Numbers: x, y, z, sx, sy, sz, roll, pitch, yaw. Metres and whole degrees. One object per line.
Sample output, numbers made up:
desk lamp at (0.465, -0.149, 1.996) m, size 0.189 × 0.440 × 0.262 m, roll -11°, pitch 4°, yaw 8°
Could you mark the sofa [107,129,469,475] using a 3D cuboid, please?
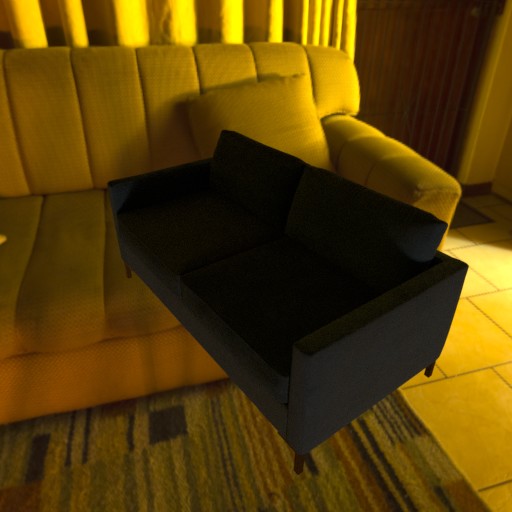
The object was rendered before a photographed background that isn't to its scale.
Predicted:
sofa at (0.000, 0.000, 2.179) m, size 0.875 × 0.817 × 1.676 m, roll -21°, pitch 38°, yaw -30°
